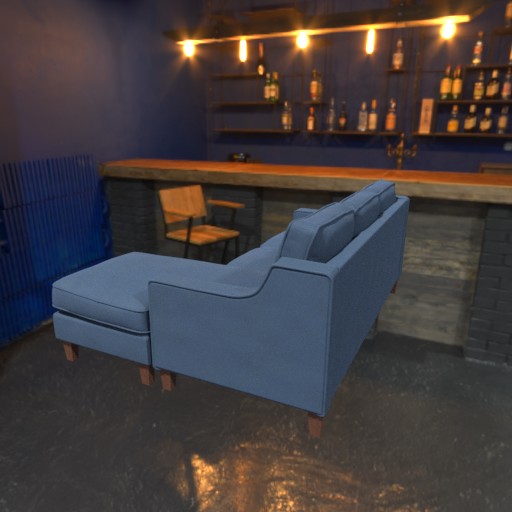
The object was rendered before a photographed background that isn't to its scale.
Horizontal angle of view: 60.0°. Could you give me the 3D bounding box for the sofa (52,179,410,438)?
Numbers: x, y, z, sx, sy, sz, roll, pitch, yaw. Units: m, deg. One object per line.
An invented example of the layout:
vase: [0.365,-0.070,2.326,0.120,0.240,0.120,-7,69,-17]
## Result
sofa: [0.000,0.000,3.371,1.858,1.066,2.317,8,19,25]
